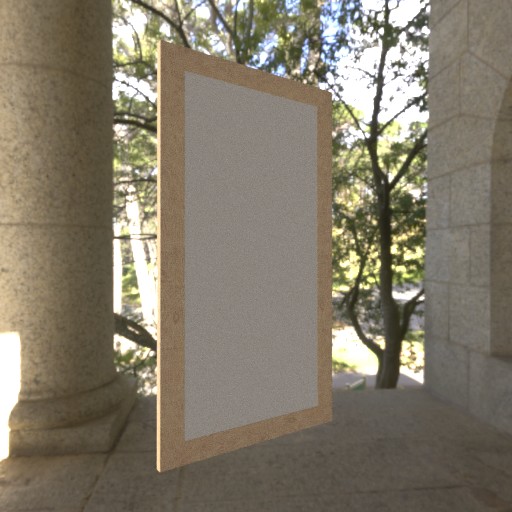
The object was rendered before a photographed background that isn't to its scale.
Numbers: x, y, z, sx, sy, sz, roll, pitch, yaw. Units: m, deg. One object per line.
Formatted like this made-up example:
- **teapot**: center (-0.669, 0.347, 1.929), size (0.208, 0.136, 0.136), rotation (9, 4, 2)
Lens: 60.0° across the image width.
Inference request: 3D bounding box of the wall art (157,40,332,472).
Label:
- **wall art**: center (0.000, 0.000, 0.815), size (0.381, 0.683, 0.013), rotation (0, 0, -36)
